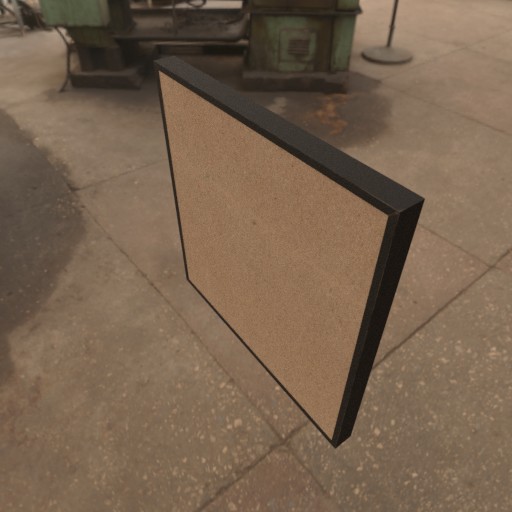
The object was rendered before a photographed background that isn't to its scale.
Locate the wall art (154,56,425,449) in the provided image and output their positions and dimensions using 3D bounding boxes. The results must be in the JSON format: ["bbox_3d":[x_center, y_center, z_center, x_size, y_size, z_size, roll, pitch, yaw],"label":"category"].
[{"bbox_3d":[0.000,0.000,0.750,0.038,0.508,0.508,-27,49,-26],"label":"wall art"}]
